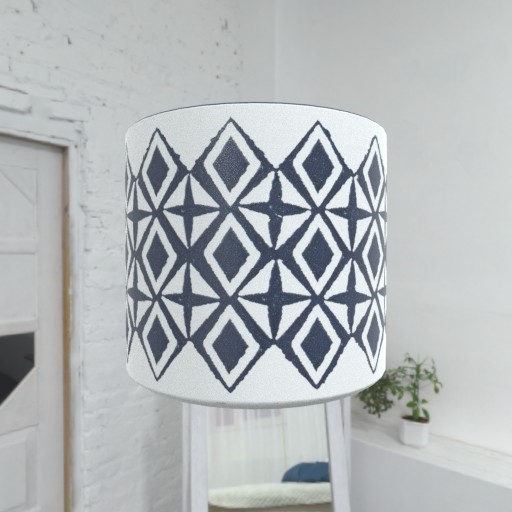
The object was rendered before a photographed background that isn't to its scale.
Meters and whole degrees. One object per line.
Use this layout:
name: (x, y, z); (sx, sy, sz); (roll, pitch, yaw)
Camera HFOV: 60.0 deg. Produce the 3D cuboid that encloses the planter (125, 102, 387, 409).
planter: (0.000, 0.000, 0.322); (0.182, 0.165, 0.182); (0, 1, 0)
